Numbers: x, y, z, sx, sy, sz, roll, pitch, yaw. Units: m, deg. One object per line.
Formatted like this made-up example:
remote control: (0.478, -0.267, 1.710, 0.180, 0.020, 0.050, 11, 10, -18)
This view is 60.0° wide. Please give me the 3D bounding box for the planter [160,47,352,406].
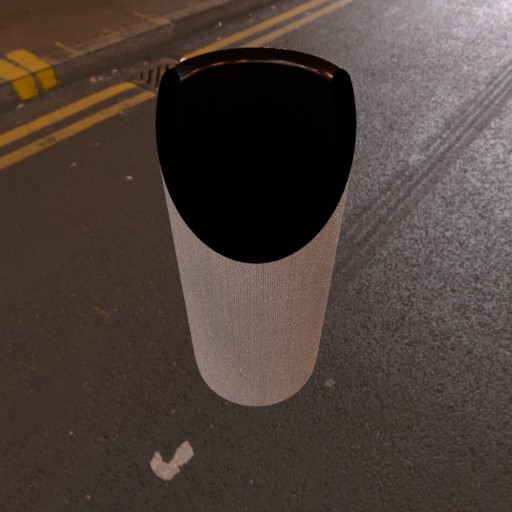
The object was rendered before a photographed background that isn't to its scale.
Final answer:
planter: (0.000, 0.000, 0.131, 0.045, 0.103, 0.045, -9, 46, -8)
